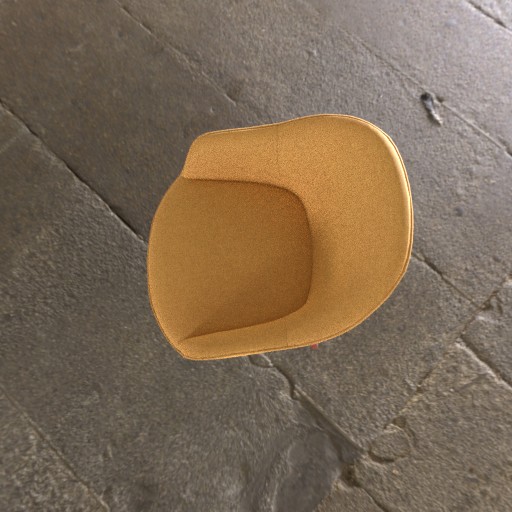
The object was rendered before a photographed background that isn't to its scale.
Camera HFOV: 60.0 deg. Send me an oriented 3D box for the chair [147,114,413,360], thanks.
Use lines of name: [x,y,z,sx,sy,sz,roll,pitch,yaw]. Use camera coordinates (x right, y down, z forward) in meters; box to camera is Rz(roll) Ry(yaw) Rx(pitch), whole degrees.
chair: [0.000,0.000,1.287,0.635,0.823,0.596,-1,75,0]
